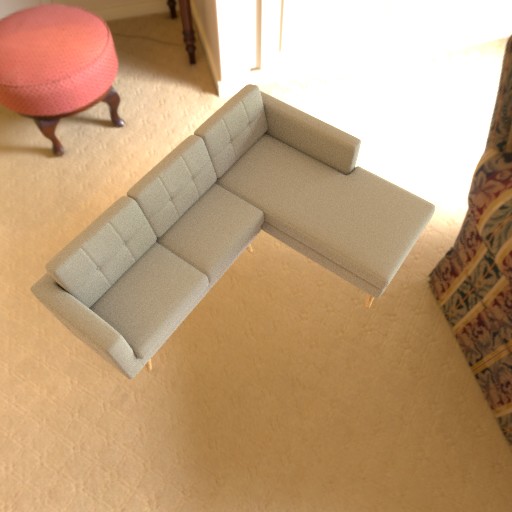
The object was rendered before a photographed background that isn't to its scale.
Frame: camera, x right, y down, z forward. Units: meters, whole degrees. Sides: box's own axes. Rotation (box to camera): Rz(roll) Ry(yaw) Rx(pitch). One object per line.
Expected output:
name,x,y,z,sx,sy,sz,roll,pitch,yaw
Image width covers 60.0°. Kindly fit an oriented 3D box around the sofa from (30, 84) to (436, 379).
sofa,0.000,0.000,2.779,1.530,0.860,2.040,32,64,18
